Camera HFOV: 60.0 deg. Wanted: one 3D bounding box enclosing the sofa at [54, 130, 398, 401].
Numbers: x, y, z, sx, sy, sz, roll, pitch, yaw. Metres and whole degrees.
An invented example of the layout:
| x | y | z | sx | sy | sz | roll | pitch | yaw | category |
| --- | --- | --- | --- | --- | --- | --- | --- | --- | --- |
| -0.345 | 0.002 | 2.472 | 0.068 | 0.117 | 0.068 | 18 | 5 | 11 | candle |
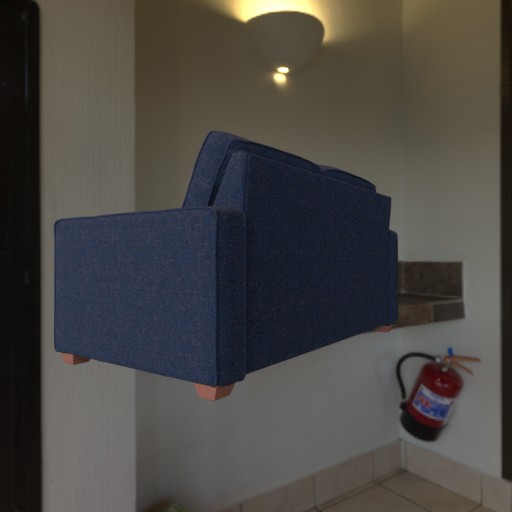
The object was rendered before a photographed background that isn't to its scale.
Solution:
| x | y | z | sx | sy | sz | roll | pitch | yaw | category |
| --- | --- | --- | --- | --- | --- | --- | --- | --- | --- |
| 0.000 | 0.000 | 2.296 | 0.947 | 0.918 | 1.709 | 0 | 0 | 36 | sofa |
